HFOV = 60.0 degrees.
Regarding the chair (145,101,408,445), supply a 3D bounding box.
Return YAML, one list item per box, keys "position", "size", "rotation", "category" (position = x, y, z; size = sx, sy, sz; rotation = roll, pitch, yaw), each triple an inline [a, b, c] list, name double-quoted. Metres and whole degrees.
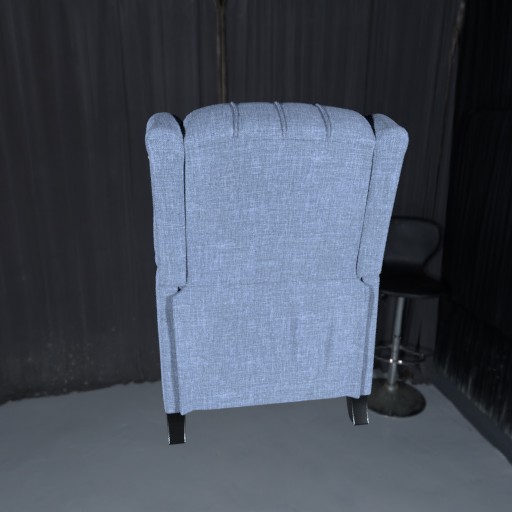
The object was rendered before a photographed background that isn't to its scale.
- position: [0.000, 0.000, 1.634]
  size: [0.742, 1.035, 0.898]
  rotation: [-2, 16, -9]
  category: "chair"
